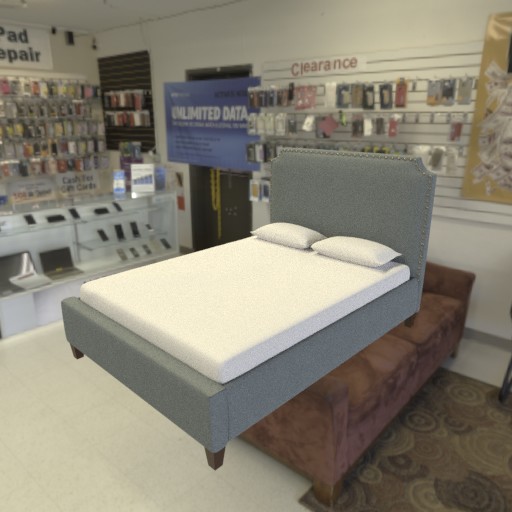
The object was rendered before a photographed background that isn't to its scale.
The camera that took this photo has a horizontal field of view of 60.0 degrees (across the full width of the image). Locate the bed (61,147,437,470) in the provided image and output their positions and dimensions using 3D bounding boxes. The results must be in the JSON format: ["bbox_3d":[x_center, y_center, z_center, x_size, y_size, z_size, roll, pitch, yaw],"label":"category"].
[{"bbox_3d":[0.000,0.000,3.399,1.712,1.443,2.372,16,24,41],"label":"bed"}]
